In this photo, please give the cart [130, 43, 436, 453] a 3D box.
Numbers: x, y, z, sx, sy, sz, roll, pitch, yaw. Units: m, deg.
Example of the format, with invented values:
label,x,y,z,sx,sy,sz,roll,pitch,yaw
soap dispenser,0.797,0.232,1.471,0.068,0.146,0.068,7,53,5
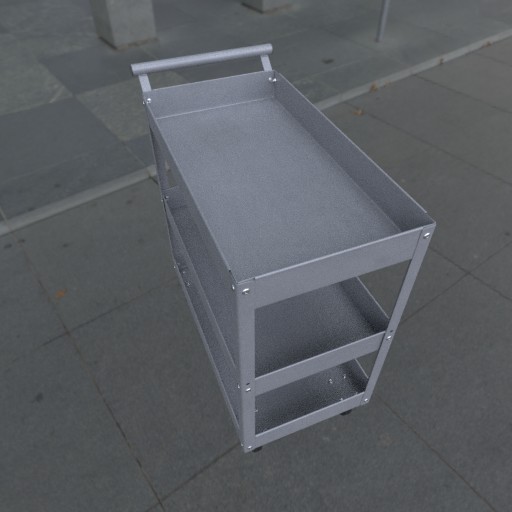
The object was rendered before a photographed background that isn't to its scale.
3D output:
label,x,y,z,sx,sy,sz,roll,pitch,yaw
cart,0.000,0.000,1.150,0.366,0.780,0.719,-16,47,-15
